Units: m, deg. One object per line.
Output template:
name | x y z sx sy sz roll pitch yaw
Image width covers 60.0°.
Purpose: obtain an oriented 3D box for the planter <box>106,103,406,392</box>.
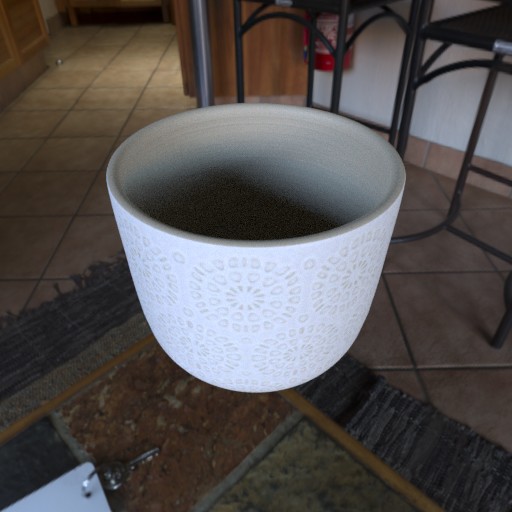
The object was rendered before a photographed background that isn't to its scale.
planter | 0.000 0.000 0.307 0.170 0.152 0.170 0 40 0
